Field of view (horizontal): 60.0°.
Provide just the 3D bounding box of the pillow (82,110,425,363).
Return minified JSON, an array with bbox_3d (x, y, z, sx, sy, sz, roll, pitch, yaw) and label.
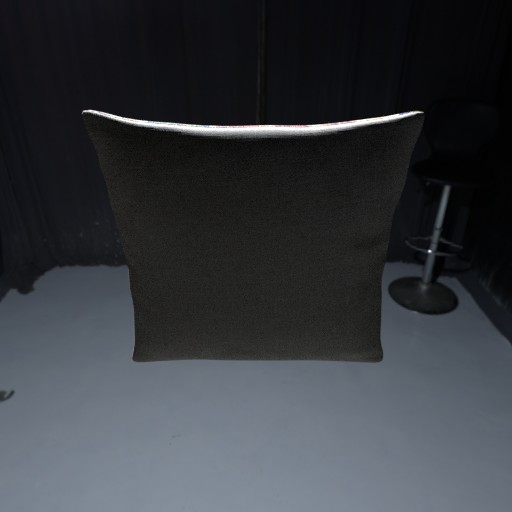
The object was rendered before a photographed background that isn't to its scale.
[{"bbox_3d":[0.000,0.000,0.793,0.523,0.506,0.166,0,29,0],"label":"pillow"}]
